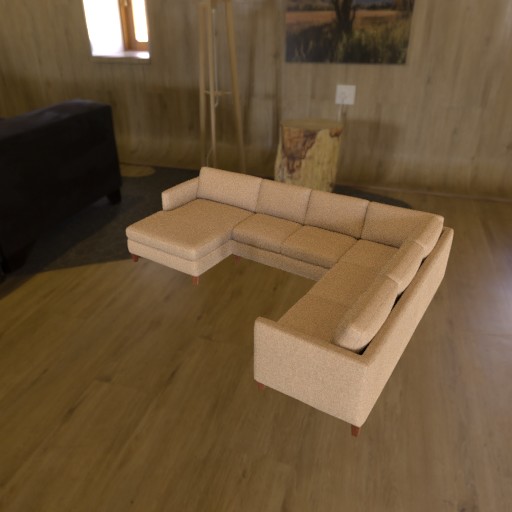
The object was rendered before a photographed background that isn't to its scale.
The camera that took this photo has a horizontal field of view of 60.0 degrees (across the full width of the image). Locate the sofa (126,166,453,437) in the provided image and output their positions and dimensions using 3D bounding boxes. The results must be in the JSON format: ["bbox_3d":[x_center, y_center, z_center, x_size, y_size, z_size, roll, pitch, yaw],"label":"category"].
[{"bbox_3d":[0.000,0.000,4.681,3.403,0.889,2.551,17,33,29],"label":"sofa"}]
